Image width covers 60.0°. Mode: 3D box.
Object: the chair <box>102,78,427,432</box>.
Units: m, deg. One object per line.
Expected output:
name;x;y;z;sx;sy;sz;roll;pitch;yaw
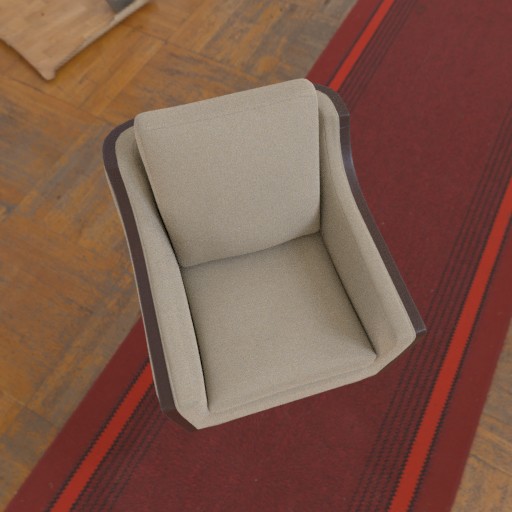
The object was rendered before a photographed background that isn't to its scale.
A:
chair;0.000;0.000;1.621;0.870;0.930;0.950;-15;64;-7
